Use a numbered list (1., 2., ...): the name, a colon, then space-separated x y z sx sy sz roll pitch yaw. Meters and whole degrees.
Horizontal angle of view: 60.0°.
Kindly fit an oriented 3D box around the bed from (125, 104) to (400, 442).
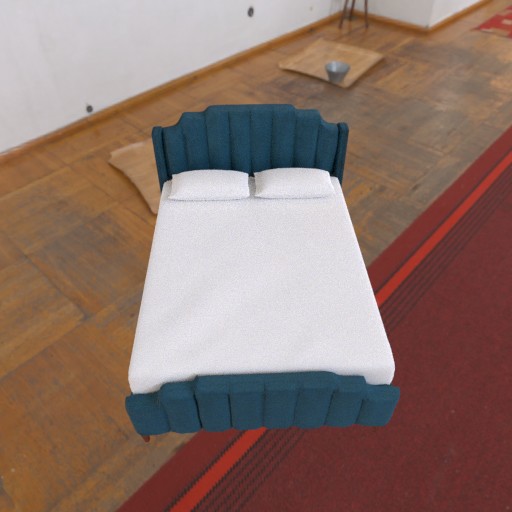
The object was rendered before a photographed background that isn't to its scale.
1. bed: 0.000 0.000 3.346 1.676 1.351 2.322 -2 44 -2
